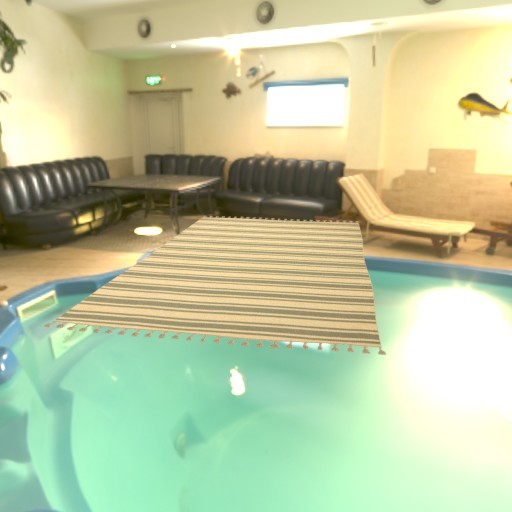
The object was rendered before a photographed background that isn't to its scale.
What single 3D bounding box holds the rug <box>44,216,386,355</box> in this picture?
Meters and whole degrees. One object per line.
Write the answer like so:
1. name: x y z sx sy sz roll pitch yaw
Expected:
1. rug: 0.000 0.000 2.495 1.222 0.009 2.084 3 17 10
